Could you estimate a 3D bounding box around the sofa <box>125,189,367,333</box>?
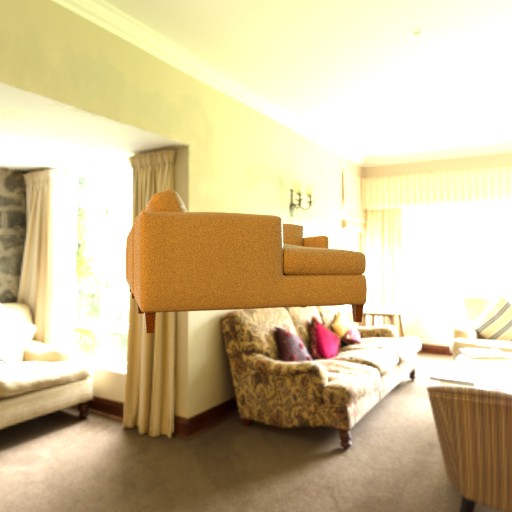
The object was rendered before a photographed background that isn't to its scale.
[{"bbox_3d":[0.000,0.000,4.713,2.594,0.961,3.460,0,0,-18],"label":"sofa"}]
